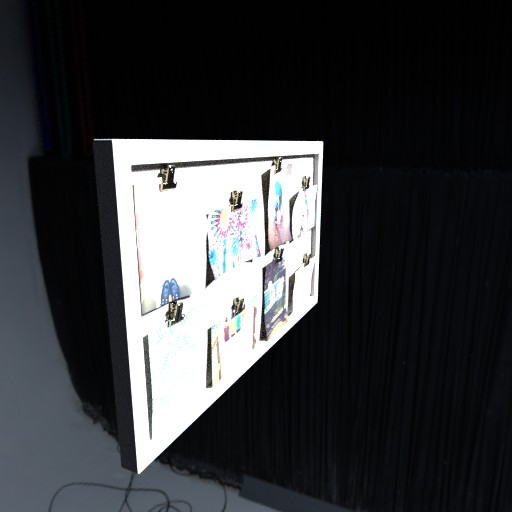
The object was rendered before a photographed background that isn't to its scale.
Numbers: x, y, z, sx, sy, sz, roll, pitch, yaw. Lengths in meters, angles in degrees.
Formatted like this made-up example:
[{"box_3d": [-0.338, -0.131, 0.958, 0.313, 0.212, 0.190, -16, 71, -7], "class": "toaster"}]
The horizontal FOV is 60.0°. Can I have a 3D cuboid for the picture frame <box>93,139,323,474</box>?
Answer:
[{"box_3d": [0.000, 0.000, 0.754, 0.044, 0.379, 0.647, 7, 16, 25], "class": "picture frame"}]
